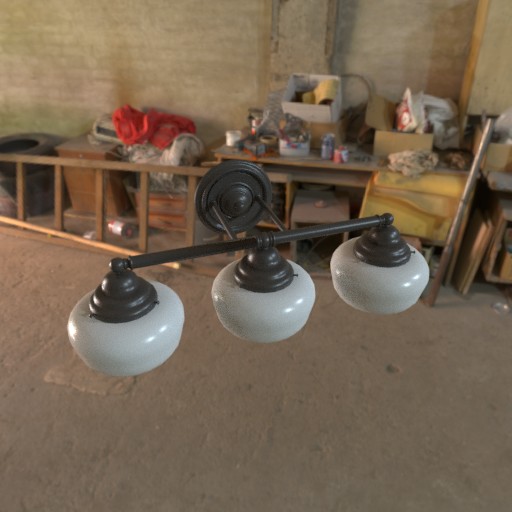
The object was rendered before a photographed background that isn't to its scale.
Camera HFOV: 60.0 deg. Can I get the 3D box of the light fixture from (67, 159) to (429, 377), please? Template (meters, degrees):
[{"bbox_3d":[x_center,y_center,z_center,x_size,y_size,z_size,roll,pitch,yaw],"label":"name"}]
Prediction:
[{"bbox_3d":[0.000,0.000,0.713,0.587,0.242,0.239,-10,33,-16],"label":"light fixture"}]
